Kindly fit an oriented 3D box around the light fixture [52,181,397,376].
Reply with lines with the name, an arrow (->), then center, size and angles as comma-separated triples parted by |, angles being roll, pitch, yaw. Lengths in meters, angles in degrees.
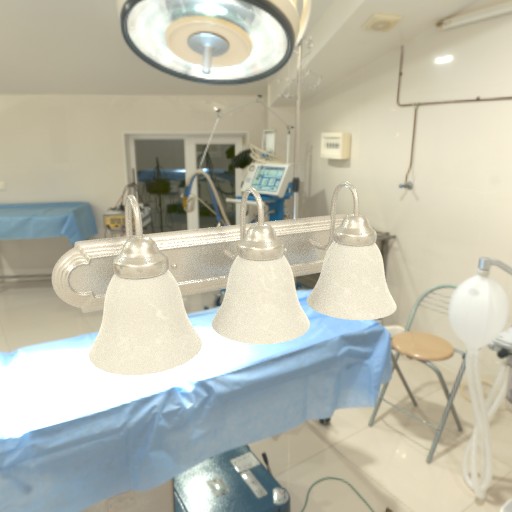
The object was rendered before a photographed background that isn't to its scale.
light fixture -> 0.000, 0.000, 0.731 | 0.610, 0.222, 0.199 | -8, 17, -27
